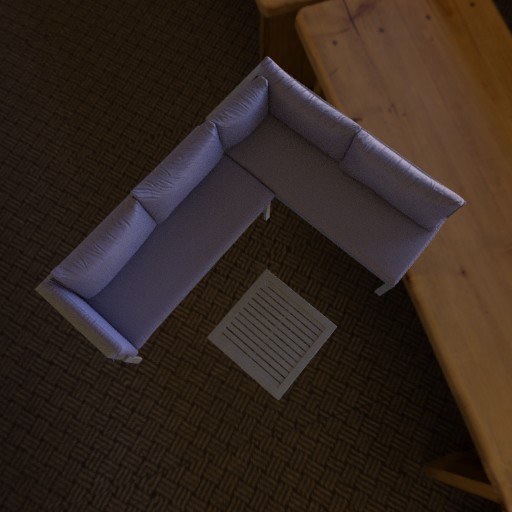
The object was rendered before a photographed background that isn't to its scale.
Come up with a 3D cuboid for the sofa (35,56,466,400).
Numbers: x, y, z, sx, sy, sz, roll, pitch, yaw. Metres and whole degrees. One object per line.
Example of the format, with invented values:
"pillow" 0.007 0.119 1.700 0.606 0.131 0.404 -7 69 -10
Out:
"sofa" 0.000 0.000 2.955 1.658 0.762 2.149 39 78 10
